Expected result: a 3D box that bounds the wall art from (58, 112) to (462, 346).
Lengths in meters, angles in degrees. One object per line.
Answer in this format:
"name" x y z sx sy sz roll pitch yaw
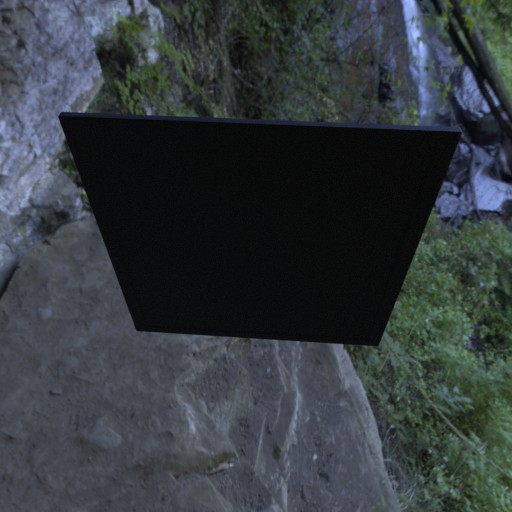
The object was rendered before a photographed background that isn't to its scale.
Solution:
"wall art" 0.000 0.000 0.824 0.562 0.558 0.012 3 48 3
